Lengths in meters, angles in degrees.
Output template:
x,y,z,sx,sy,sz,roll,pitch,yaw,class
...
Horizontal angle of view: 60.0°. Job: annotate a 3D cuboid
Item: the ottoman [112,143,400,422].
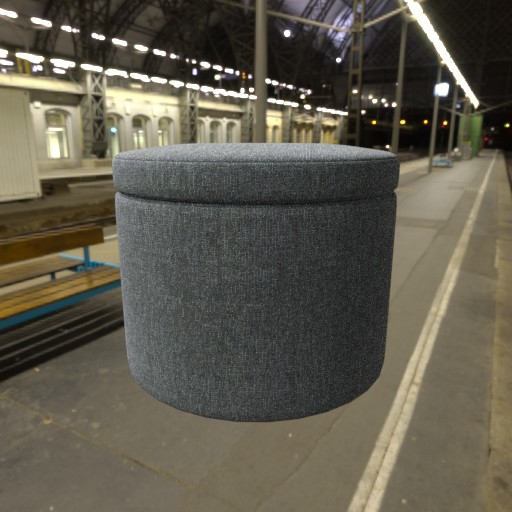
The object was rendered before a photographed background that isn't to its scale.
x,y,z,sx,sy,sz,roll,pitch,yaw,class
0.000,0.000,0.850,0.500,0.419,0.500,0,14,0,ottoman
